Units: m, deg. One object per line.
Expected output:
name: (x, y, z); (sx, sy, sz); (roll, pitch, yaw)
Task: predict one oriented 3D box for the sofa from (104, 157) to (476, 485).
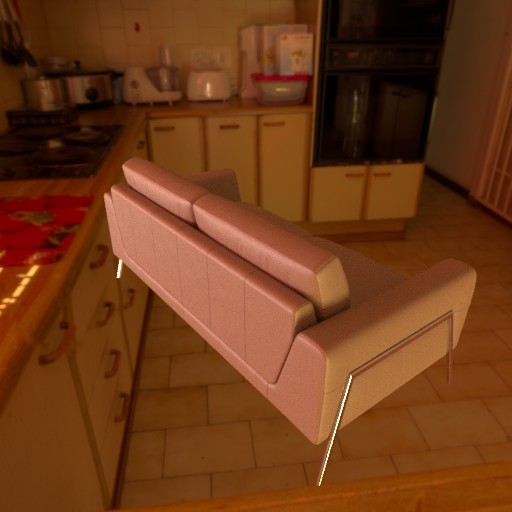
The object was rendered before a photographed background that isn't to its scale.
sofa: (0.000, 0.000, 2.469); (0.953, 0.875, 2.017); (-19, 33, -33)
